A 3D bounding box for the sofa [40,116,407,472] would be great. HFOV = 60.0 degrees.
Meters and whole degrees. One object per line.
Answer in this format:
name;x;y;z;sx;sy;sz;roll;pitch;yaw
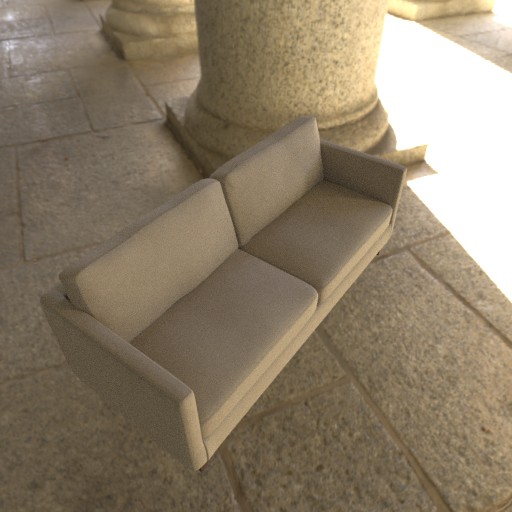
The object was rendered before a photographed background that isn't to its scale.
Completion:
sofa;0.000;0.000;2.656;0.948;0.932;2.181;26;48;27
